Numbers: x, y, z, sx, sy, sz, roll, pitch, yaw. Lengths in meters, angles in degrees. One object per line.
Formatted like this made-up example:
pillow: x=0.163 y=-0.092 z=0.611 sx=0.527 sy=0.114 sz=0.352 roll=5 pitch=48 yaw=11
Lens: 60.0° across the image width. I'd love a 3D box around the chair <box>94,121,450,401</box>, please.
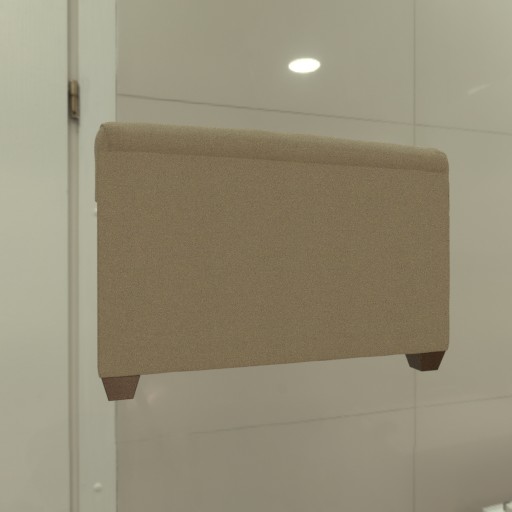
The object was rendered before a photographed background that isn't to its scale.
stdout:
chair: x=0.000 y=0.000 z=2.072 sx=1.383 sy=0.948 sz=1.000 roll=0 pitch=0 yaw=-17
